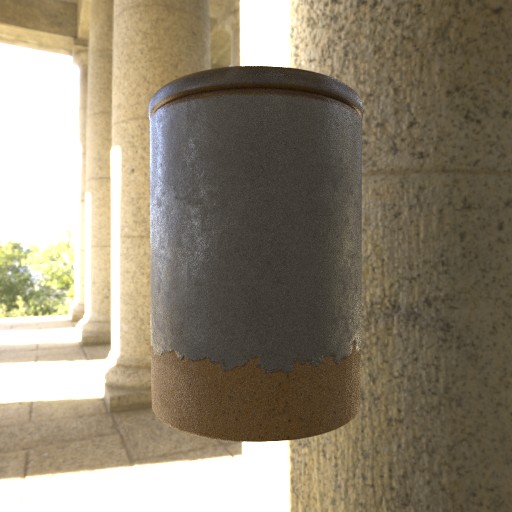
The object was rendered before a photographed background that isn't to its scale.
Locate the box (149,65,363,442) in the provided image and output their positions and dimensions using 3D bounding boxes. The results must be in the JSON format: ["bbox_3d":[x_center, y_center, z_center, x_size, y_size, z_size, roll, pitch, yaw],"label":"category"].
[{"bbox_3d":[0.000,0.000,0.250,0.118,0.168,0.118,0,-1,0],"label":"box"}]
